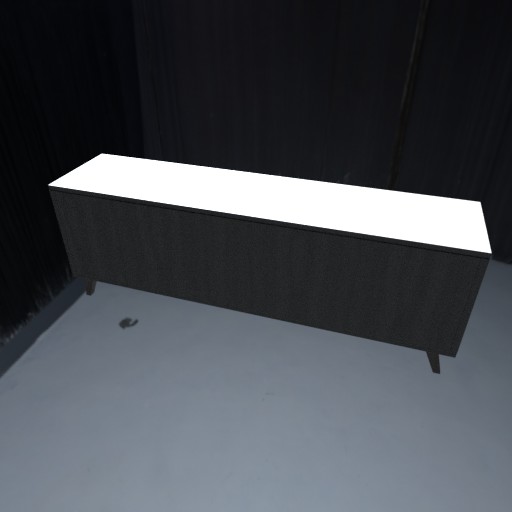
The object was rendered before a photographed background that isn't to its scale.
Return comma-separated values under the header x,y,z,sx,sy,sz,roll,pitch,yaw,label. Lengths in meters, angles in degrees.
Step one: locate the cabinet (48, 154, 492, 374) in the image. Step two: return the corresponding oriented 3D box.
x,y,z,sx,sy,sz,roll,pitch,yaw,label
0.000,0.000,2.515,2.198,0.779,0.499,10,35,15,cabinet
